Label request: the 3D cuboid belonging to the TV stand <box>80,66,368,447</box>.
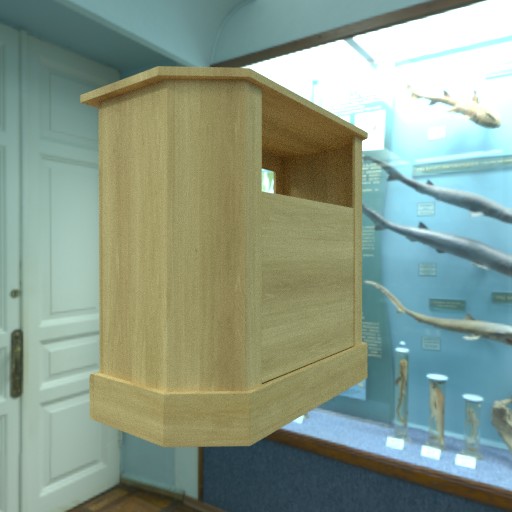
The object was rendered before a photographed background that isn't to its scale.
[{"bbox_3d":[0.000,0.000,1.289,0.425,0.781,0.851,0,1,37],"label":"TV stand"}]
